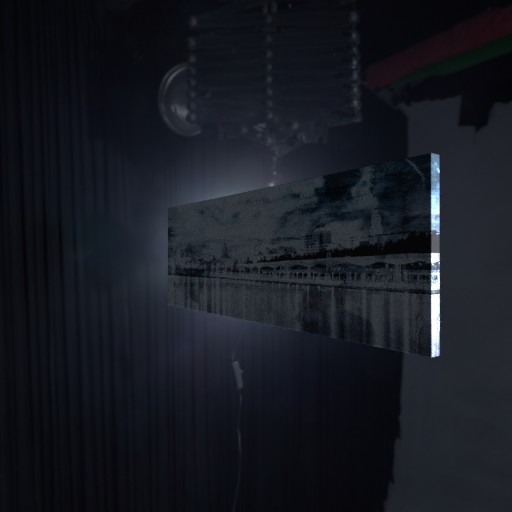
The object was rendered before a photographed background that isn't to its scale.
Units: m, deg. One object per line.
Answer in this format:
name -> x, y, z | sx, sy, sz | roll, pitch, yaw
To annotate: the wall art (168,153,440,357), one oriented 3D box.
wall art -> 0.000, 0.000, 1.725 | 0.037, 0.509, 1.524 | 0, 0, -36
